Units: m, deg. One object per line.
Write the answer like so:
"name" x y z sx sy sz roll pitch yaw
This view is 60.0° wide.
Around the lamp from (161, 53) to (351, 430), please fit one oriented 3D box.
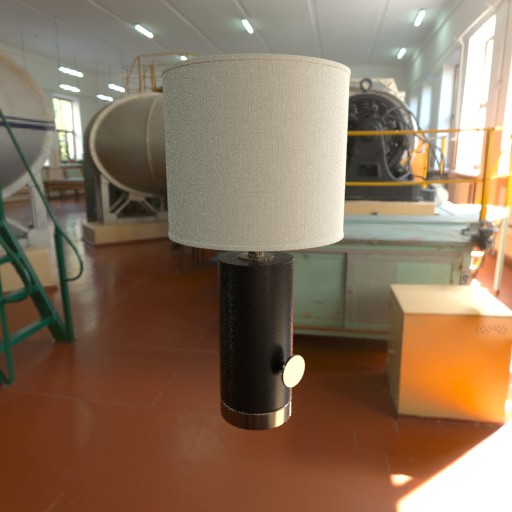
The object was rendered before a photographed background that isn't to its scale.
"lamp" 0.000 0.000 0.627 0.241 0.482 0.240 -12 17 -43
